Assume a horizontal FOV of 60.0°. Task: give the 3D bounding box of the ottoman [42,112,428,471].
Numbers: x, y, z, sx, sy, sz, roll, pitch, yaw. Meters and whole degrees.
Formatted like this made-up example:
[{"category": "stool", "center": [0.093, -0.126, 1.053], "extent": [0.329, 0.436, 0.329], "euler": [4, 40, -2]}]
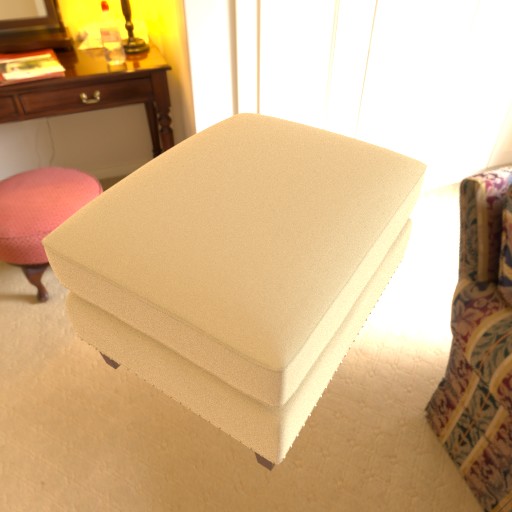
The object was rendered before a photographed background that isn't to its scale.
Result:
[{"category": "ottoman", "center": [0.000, 0.000, 1.114], "extent": [0.584, 0.513, 0.741], "euler": [23, 47, 24]}]
